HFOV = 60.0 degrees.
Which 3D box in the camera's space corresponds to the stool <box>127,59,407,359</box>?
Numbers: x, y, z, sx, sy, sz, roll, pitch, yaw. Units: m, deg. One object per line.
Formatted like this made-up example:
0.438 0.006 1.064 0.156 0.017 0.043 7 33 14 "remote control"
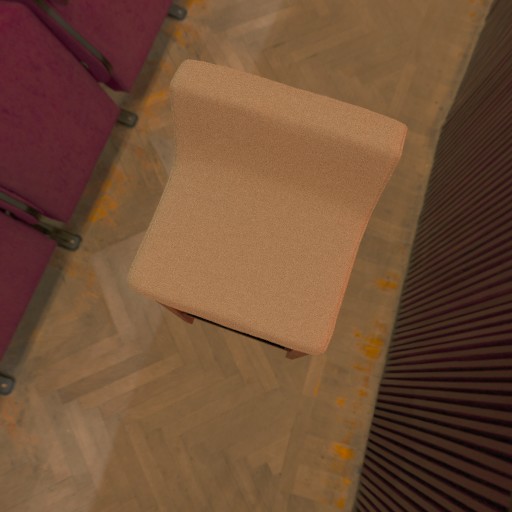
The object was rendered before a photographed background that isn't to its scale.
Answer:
0.000 0.000 1.355 0.511 1.037 0.500 19 75 5 "stool"
